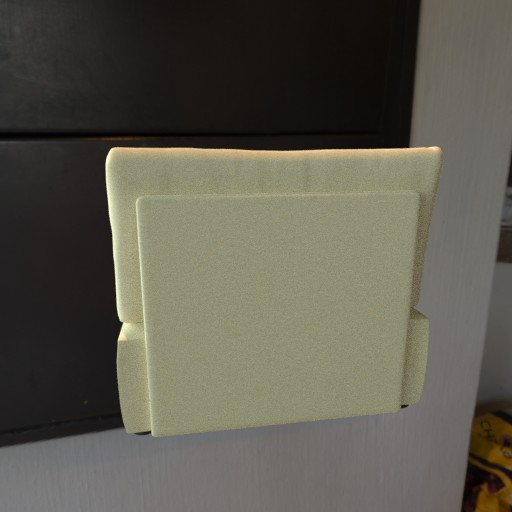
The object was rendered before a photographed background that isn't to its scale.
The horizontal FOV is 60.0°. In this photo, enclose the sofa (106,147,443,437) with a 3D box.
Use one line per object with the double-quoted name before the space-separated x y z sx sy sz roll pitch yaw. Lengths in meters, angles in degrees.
"sofa" 0.000 0.000 1.690 0.930 0.820 1.000 -2 15 -9
